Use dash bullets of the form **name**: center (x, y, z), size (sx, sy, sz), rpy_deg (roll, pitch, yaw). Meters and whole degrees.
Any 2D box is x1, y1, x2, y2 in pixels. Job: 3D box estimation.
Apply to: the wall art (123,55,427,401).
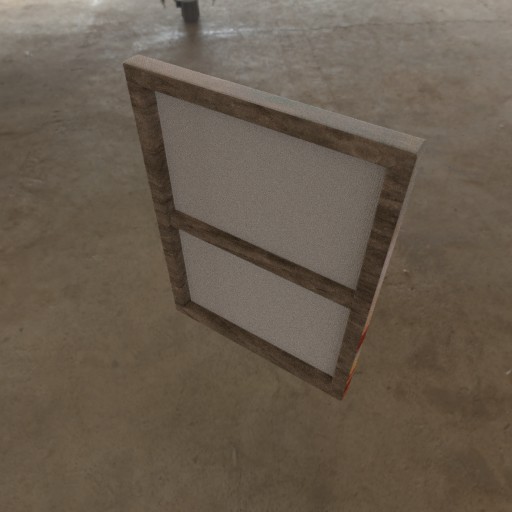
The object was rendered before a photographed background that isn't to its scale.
- **wall art**: center (0.000, 0.000, 0.795), size (0.443, 0.605, 0.035), rpy_deg (25, 51, 22)
